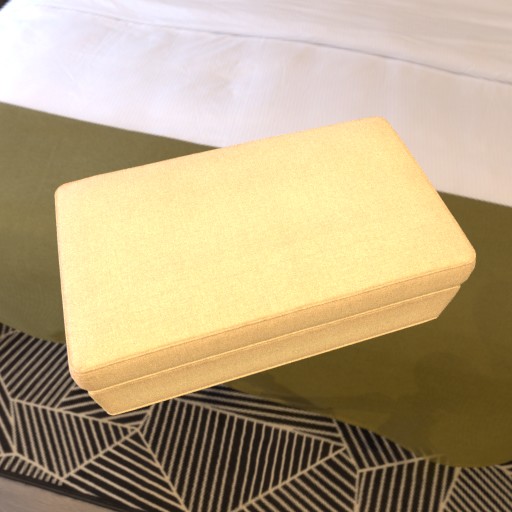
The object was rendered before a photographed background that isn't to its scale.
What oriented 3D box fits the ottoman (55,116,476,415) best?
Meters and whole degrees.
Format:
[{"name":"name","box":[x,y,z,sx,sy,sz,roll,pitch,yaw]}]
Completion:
[{"name":"ottoman","box":[0.000,0.000,1.396,1.097,0.448,0.617,-14,59,-9]}]
